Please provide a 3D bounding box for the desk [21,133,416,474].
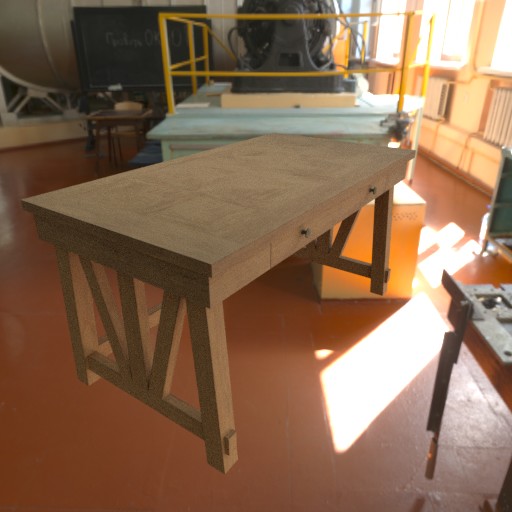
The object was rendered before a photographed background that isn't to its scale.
[{"bbox_3d":[0.000,0.000,1.943,0.813,0.762,1.499,17,30,31],"label":"desk"}]
